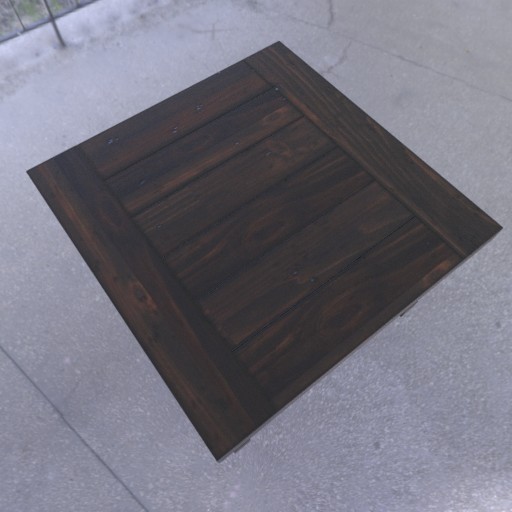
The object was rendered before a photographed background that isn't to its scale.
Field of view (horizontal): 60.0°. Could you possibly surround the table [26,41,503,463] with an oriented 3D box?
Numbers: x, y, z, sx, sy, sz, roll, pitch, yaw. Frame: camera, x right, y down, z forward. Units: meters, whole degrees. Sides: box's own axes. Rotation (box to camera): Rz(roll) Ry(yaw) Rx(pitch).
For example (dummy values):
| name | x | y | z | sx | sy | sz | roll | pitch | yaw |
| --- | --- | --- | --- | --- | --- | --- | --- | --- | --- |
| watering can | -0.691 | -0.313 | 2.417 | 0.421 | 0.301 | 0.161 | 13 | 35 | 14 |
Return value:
| name | x | y | z | sx | sy | sz | roll | pitch | yaw |
| --- | --- | --- | --- | --- | --- | --- | --- | --- | --- |
| table | 0.000 | 0.000 | 0.970 | 0.593 | 0.437 | 0.606 | -34 | 67 | -16 |
